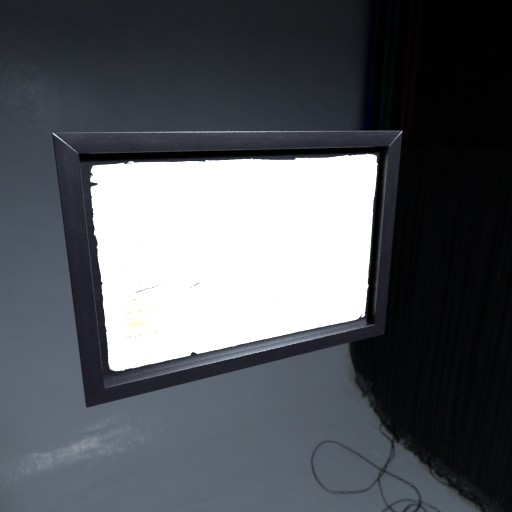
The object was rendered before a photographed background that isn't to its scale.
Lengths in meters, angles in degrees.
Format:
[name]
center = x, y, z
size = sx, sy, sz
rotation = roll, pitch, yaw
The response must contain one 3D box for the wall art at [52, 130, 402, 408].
[wall art]
center = 0.000, 0.000, 0.566
size = 0.440, 0.306, 0.013
rotation = -8, 18, -25
